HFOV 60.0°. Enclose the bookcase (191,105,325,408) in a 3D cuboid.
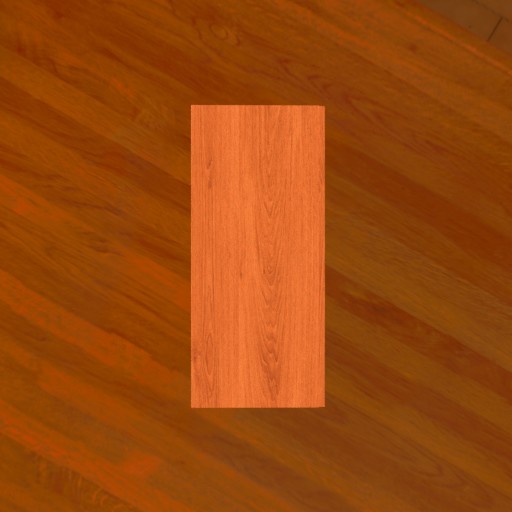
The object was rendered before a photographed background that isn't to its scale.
[{"bbox_3d":[0.000,0.000,2.402,0.420,2.020,0.950,0,90,0],"label":"bookcase"}]
